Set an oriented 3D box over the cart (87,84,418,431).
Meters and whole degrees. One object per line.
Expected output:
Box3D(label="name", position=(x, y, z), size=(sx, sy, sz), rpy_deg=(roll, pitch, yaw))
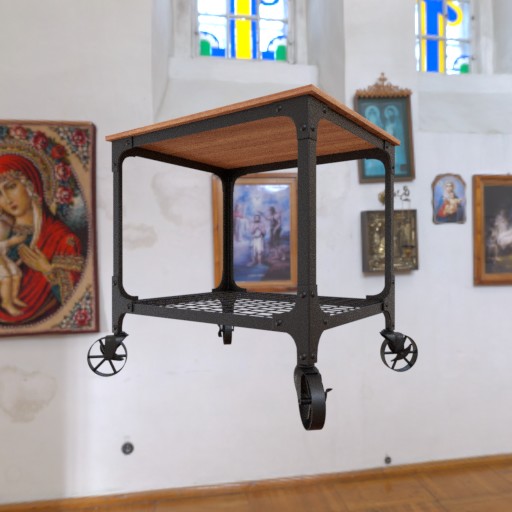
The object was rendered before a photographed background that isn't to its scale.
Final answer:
Box3D(label="cart", position=(0.000, 0.000, 1.141), size=(0.666, 0.603, 0.558), rpy_deg=(0, 0, 36))
